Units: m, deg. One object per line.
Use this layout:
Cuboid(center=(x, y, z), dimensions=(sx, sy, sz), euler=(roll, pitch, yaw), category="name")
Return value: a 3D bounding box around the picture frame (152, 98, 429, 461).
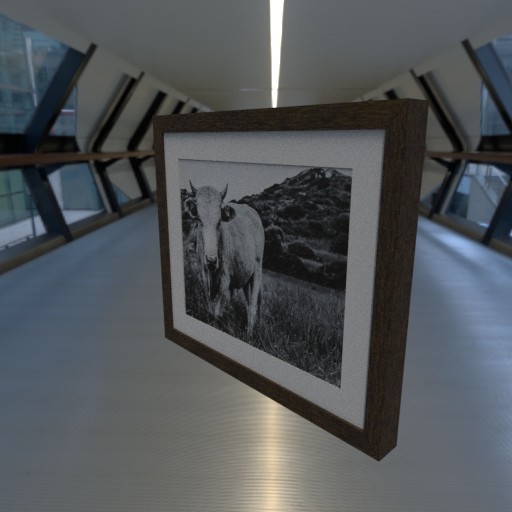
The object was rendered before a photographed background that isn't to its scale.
Cuboid(center=(0.000, 0.000, 0.527), dimensions=(0.033, 0.330, 0.378), euler=(-14, 20, -42), category="picture frame")
